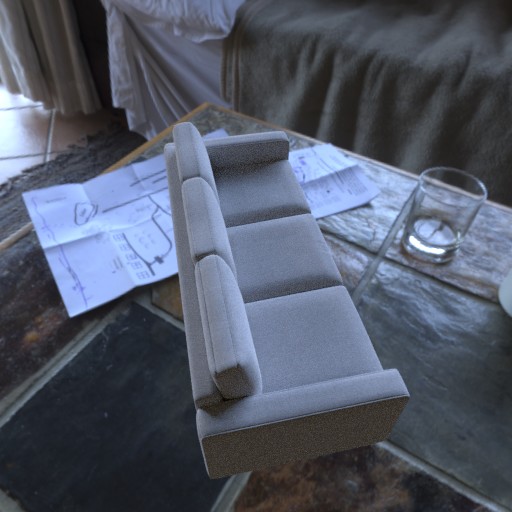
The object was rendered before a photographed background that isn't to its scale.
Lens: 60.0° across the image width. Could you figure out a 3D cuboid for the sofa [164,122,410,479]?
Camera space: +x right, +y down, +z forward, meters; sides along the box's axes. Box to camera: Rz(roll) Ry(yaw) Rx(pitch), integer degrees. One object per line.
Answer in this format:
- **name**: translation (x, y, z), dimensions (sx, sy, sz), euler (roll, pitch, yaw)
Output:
- **sofa**: translation (0.000, 0.000, 2.592), dimensions (0.900, 0.800, 2.120), euler (-9, 47, -8)
